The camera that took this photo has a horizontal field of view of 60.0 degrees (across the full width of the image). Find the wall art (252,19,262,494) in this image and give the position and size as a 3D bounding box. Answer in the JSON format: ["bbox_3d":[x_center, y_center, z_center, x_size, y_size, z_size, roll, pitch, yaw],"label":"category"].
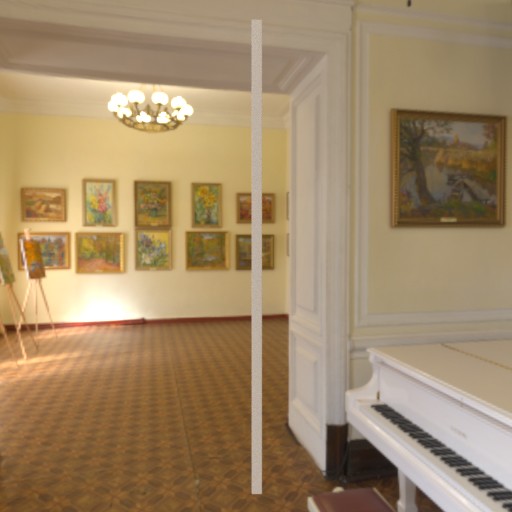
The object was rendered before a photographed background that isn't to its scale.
[{"bbox_3d":[0.000,0.000,0.605,0.010,0.474,0.325,0,1,0],"label":"wall art"}]
